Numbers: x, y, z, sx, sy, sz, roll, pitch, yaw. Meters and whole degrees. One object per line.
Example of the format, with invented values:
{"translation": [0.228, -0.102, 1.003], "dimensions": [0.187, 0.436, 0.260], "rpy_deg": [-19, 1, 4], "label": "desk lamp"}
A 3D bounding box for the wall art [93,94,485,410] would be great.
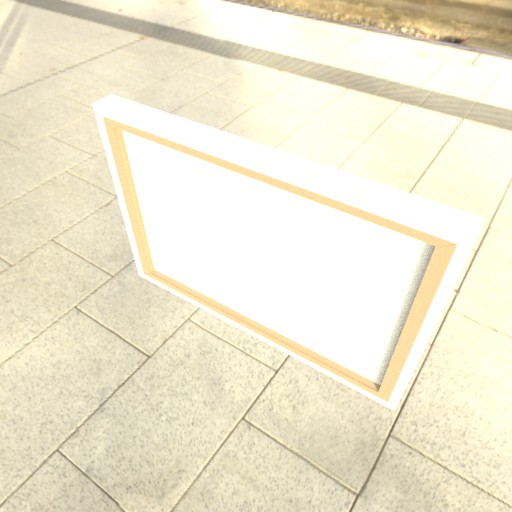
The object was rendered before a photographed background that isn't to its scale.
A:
{"translation": [0.000, 0.000, 0.768], "dimensions": [0.608, 0.414, 0.042], "rpy_deg": [24, 50, 22], "label": "wall art"}
